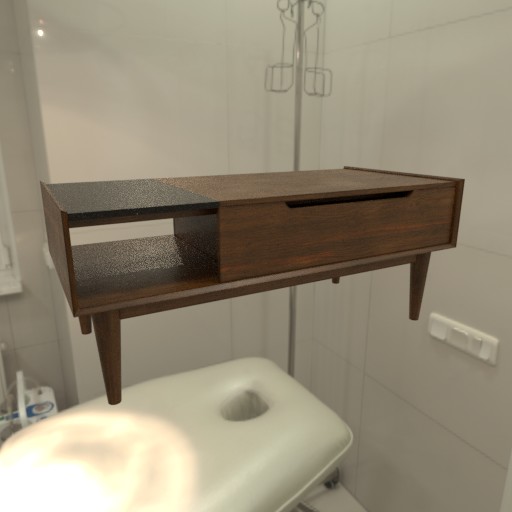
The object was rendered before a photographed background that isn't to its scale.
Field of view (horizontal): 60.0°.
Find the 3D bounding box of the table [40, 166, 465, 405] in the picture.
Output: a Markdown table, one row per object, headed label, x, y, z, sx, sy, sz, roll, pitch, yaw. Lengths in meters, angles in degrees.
| label | x | y | z | sx | sy | sz | roll | pitch | yaw |
| --- | --- | --- | --- | --- | --- | --- | --- | --- | --- |
| table | 0.000 | 0.000 | 1.492 | 1.221 | 0.508 | 0.610 | -9 | 18 | -27 |
